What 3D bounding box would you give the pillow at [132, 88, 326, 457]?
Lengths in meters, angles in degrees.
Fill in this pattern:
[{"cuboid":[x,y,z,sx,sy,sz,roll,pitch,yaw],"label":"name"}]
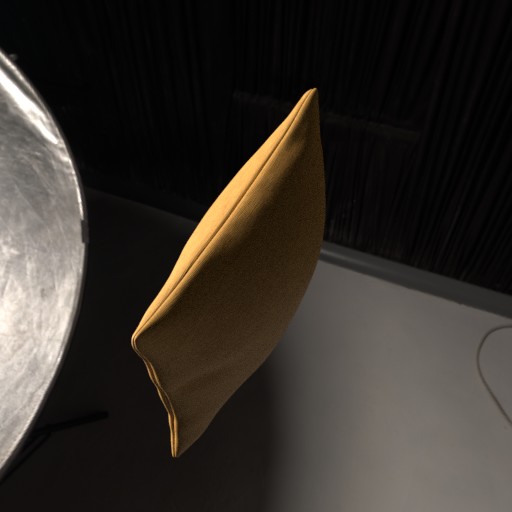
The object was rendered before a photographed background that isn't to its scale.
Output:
[{"cuboid":[0.000,0.000,0.792,0.210,0.354,0.634,17,49,15],"label":"pillow"}]
